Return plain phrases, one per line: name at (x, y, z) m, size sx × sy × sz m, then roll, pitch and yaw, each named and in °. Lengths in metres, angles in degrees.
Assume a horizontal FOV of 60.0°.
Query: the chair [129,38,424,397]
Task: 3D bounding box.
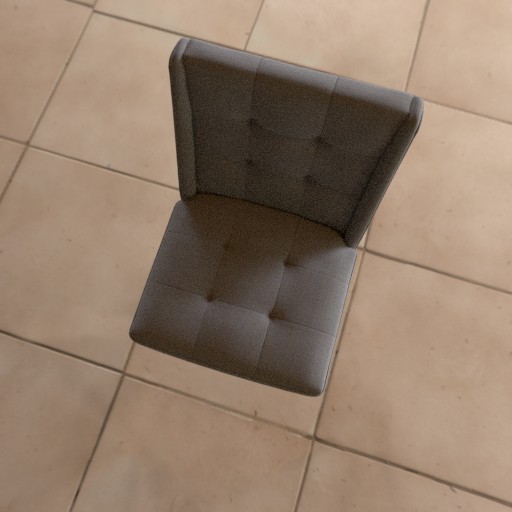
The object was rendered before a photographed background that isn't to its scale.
chair at (0.000, 0.000, 1.276) m, size 0.569 × 0.853 × 0.676 m, roll 16°, pitch 76°, yaw 4°
